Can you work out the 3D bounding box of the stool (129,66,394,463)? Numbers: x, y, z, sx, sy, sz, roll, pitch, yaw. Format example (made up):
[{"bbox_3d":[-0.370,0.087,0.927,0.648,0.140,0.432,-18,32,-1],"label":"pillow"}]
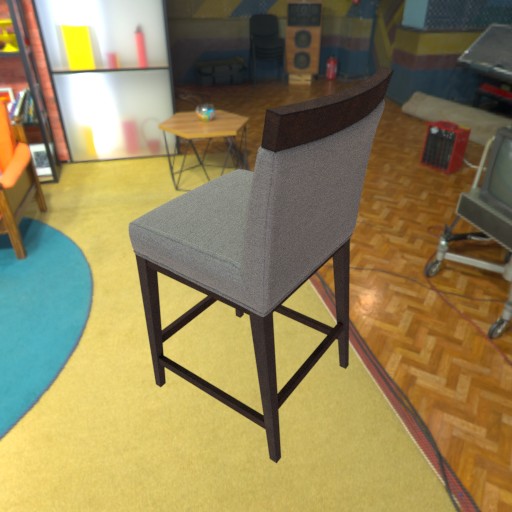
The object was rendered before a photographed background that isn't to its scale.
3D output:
[{"bbox_3d":[0.000,0.000,1.299,0.531,1.009,0.512,21,38,30],"label":"stool"}]
